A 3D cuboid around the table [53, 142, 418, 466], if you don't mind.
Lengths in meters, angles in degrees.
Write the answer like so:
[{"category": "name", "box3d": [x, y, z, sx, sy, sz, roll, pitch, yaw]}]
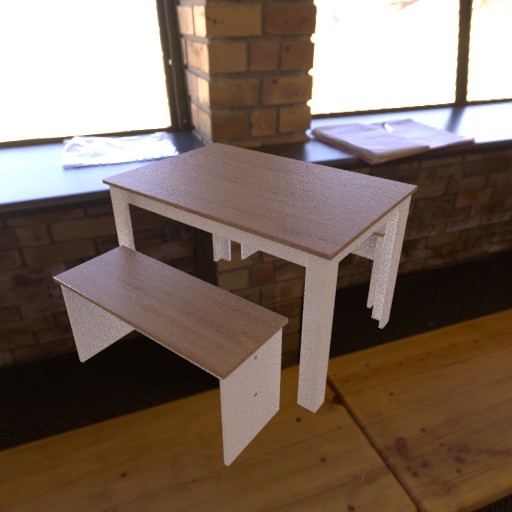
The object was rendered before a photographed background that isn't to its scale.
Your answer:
[{"category": "table", "box3d": [0.000, 0.000, 2.019, 1.100, 0.700, 1.443, 20, 35, 32]}]
